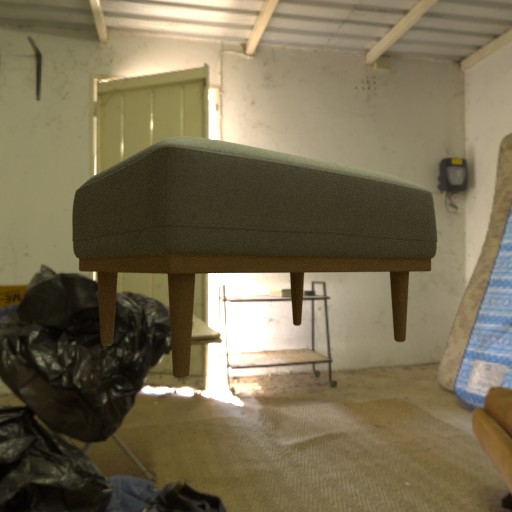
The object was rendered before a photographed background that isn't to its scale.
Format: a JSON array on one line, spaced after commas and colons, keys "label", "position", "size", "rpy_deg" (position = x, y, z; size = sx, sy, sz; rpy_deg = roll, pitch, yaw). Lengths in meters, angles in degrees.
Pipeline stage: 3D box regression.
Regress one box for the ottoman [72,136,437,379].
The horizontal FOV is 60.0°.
[{"label": "ottoman", "position": [0.000, 0.000, 1.090], "size": [0.749, 0.428, 0.549], "rpy_deg": [1, -2, -37]}]
